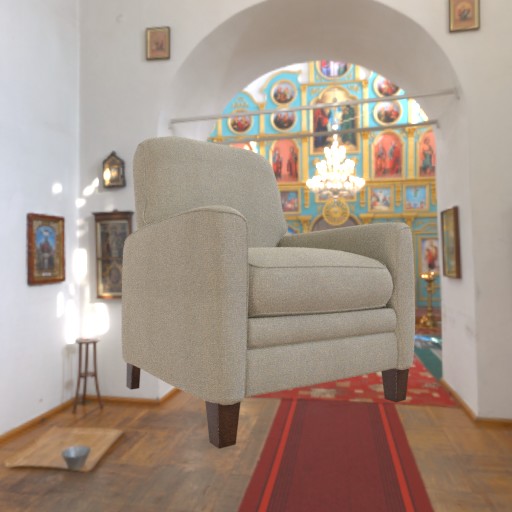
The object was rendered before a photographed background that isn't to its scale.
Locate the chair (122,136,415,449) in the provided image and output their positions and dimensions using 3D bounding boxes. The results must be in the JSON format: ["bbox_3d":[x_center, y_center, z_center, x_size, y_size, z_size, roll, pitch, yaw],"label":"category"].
[{"bbox_3d":[0.000,0.000,1.653,0.850,1.006,0.853,1,-2,-34],"label":"chair"}]
